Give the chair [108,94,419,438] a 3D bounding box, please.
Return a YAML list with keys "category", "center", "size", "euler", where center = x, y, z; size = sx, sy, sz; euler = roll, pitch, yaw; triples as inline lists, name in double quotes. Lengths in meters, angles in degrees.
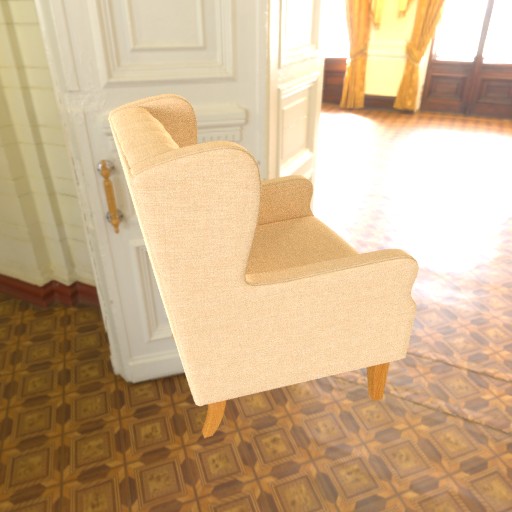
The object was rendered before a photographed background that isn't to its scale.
- category: "chair"
  center: [0.000, 0.000, 1.448]
  size: [0.760, 0.930, 0.710]
  euler: [-10, 32, -17]
